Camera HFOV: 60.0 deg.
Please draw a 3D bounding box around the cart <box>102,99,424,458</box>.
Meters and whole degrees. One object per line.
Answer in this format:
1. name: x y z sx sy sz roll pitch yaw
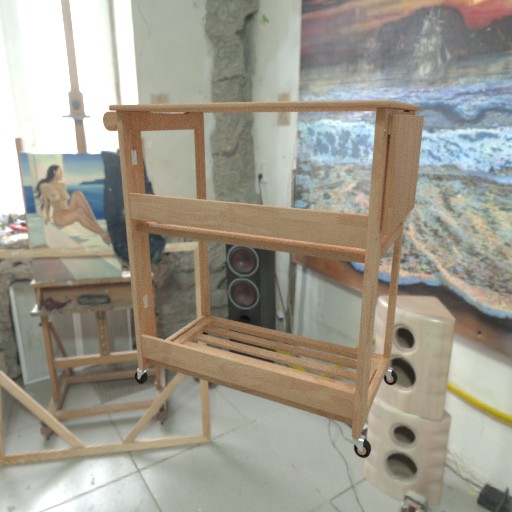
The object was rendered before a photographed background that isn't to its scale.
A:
1. cart: 0.000 0.000 1.364 0.853 0.879 0.432 9 19 26
